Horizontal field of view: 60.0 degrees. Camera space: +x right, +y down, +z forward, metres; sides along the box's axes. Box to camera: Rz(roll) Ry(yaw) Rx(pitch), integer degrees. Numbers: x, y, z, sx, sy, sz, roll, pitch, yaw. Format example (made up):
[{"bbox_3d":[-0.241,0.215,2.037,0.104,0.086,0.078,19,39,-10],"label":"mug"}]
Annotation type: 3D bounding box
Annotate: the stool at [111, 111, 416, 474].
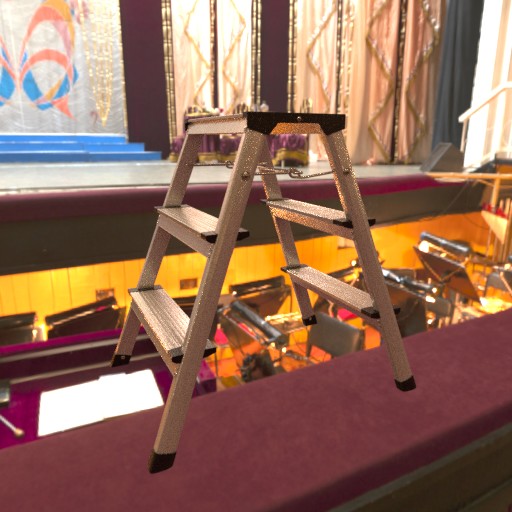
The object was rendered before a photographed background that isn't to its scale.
[{"bbox_3d":[0.000,0.000,1.007,0.622,0.605,0.437,-7,16,-25],"label":"stool"}]
